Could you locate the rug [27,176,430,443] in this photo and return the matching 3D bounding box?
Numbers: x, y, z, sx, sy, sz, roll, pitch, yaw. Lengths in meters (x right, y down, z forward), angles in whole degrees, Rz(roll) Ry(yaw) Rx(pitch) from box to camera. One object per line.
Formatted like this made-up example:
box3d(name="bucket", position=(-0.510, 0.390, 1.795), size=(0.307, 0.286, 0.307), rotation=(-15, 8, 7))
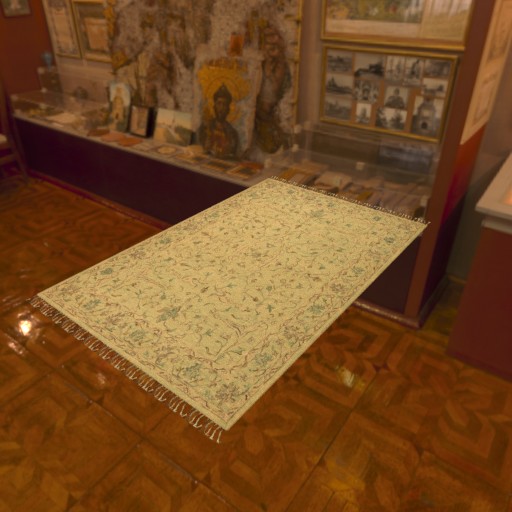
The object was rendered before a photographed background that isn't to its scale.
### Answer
box3d(name="rug", position=(0.000, 0.000, 3.000), size=(1.544, 0.010, 2.435), rotation=(23, 39, 32))
